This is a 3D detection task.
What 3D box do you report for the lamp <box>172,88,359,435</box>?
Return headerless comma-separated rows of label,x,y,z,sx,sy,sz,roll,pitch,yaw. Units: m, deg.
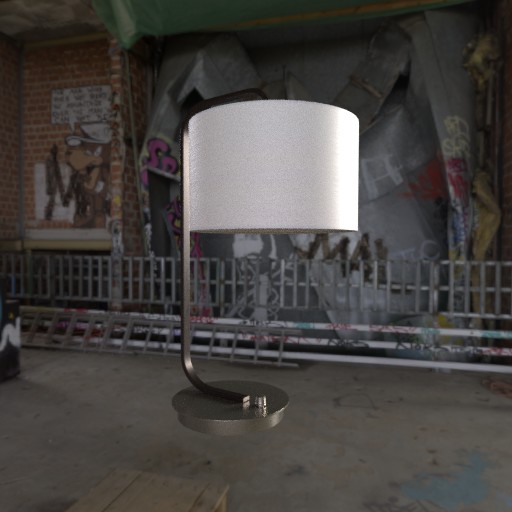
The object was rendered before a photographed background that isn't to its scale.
lamp,0.000,0.000,0.632,0.288,0.473,0.230,1,2,35
